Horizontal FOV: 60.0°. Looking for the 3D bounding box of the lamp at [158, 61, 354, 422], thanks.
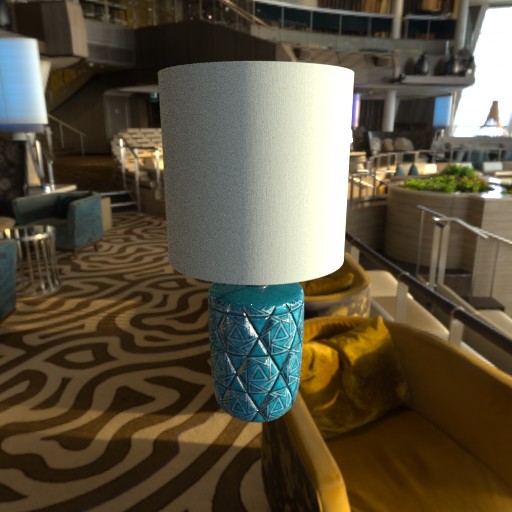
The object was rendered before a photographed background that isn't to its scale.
[{"bbox_3d":[0.000,0.000,0.497,0.193,0.377,0.193,-9,18,-28],"label":"lamp"}]
